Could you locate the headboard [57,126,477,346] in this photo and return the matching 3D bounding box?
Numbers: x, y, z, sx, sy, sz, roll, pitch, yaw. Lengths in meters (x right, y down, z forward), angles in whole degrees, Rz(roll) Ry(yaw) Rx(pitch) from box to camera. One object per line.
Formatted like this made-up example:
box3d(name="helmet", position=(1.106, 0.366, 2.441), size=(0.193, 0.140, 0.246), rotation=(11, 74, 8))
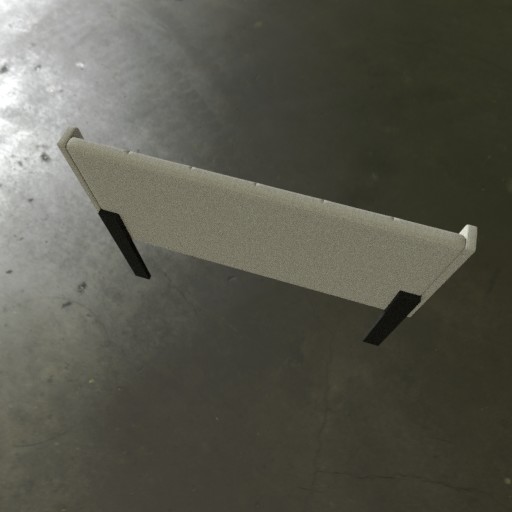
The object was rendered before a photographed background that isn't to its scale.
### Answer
box3d(name="headboard", position=(0.000, 0.000, 2.782), size=(2.051, 1.524, 0.184), rotation=(15, 65, 7))
